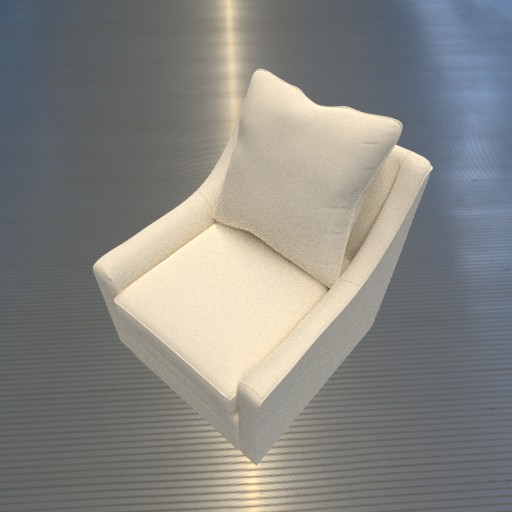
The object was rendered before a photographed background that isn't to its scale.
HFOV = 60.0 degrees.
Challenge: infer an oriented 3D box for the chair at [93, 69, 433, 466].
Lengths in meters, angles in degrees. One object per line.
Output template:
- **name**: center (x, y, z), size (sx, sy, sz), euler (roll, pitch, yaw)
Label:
- **chair**: center (0.000, 0.000, 1.570), size (0.756, 0.965, 0.876), euler (33, 55, 27)
